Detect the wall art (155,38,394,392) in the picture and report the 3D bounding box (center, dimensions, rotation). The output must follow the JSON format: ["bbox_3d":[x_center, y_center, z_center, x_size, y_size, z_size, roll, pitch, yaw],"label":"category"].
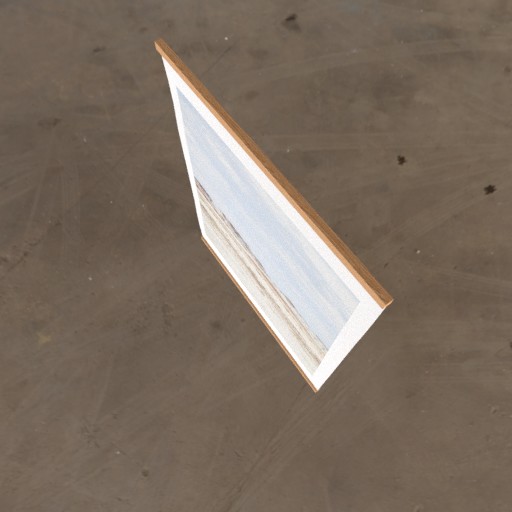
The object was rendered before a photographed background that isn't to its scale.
[{"bbox_3d":[0.000,0.000,0.686,0.010,0.507,0.404,-33,69,-14],"label":"wall art"}]
